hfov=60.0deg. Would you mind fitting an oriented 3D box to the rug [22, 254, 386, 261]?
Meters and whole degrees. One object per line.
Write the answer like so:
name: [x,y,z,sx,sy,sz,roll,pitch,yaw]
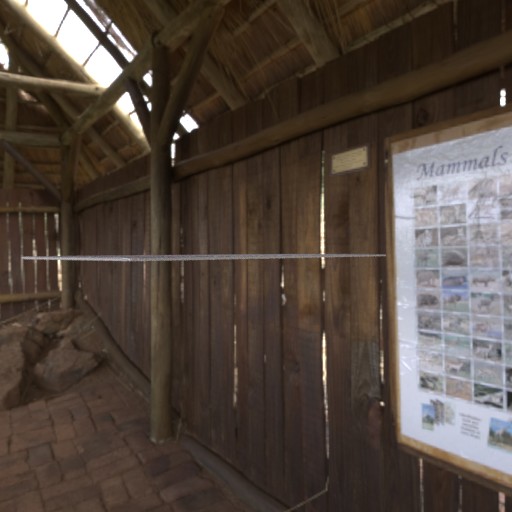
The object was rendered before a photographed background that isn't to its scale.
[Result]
rug: [0.000,0.000,2.007,0.553,0.012,1.827,0,1,36]
